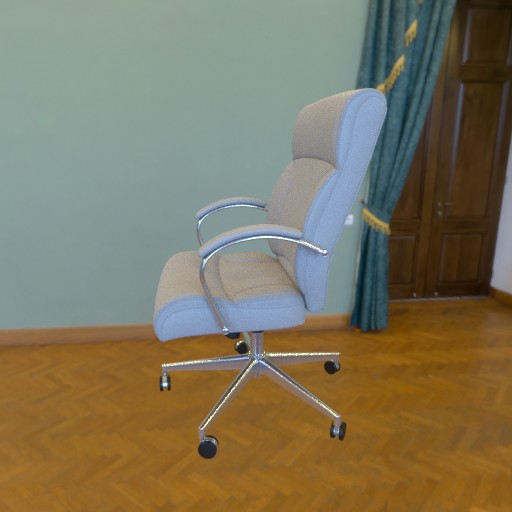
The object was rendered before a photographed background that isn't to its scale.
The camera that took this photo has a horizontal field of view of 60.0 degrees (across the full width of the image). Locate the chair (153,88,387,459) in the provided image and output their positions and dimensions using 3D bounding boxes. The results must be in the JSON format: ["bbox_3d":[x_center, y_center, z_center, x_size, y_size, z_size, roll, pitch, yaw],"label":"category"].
[{"bbox_3d":[0.000,0.000,1.594,0.745,1.099,0.727,-2,15,-8],"label":"chair"}]
